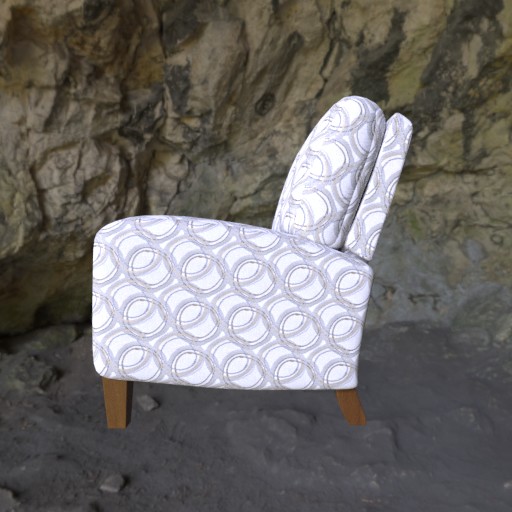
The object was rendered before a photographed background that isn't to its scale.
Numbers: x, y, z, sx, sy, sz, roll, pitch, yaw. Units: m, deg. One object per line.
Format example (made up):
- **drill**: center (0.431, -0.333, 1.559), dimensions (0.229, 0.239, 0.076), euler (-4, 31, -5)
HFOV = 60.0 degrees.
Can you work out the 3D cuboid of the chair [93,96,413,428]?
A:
- **chair**: center (0.000, 0.000, 1.722), dimensions (0.995, 1.065, 0.796), euler (0, 2, 1)
